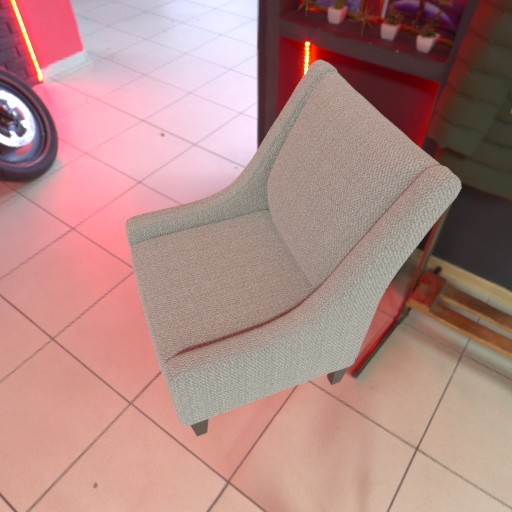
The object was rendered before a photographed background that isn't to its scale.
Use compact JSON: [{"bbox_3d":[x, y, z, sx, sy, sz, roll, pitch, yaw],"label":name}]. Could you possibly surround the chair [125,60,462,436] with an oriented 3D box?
[{"bbox_3d":[0.000,0.000,1.615,0.870,1.014,0.774,-16,50,-14],"label":"chair"}]
